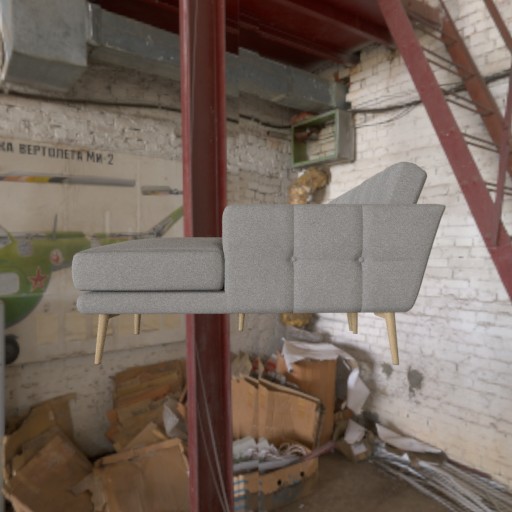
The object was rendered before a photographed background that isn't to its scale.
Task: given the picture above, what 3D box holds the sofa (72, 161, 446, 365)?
[{"bbox_3d":[0.000,0.000,2.788,1.530,0.860,2.040,0,1,-1],"label":"sofa"}]
